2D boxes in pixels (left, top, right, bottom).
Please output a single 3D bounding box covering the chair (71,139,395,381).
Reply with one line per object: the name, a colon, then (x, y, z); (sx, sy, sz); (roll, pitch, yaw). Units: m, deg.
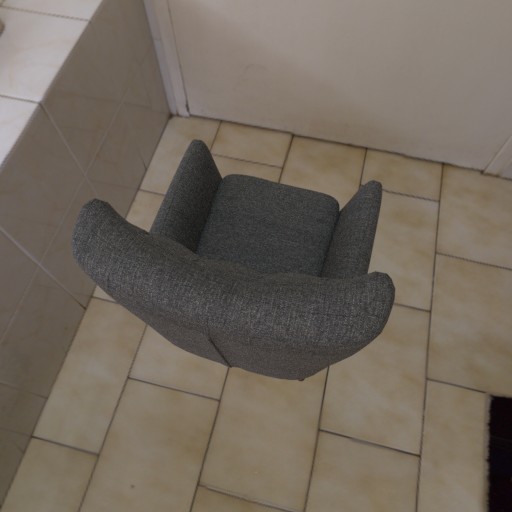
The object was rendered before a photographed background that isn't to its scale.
chair: (0.000, 0.000, 1.717); (0.878, 1.063, 0.904); (15, 65, 7)
